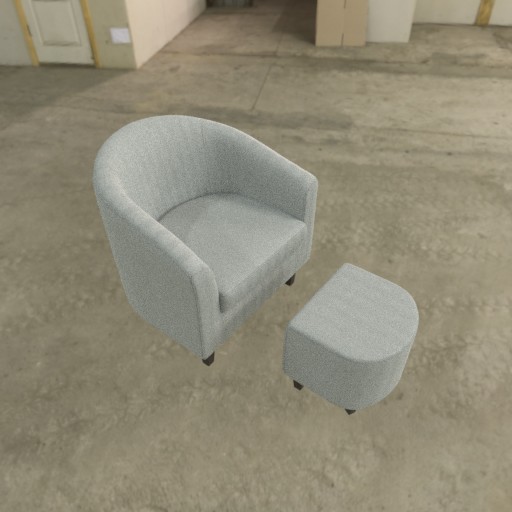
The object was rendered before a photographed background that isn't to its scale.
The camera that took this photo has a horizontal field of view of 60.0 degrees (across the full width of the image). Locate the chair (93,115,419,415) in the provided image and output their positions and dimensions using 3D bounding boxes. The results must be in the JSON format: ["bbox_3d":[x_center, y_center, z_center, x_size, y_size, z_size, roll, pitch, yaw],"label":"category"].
[{"bbox_3d":[0.000,0.000,1.725,1.288,0.757,0.756,26,47,28],"label":"chair"}]
